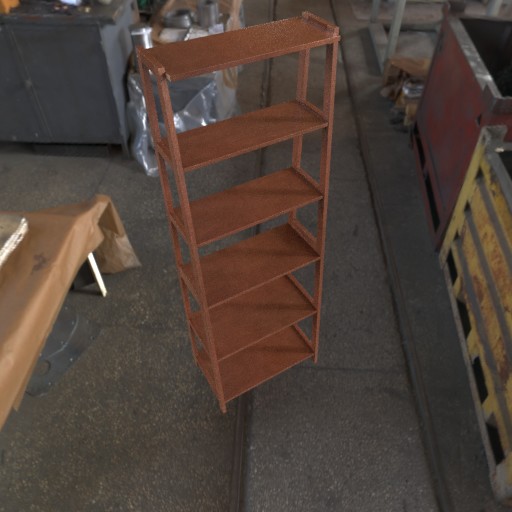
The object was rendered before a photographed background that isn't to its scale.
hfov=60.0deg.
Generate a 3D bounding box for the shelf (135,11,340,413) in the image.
[{"bbox_3d":[0.000,0.000,2.070,0.660,1.892,0.382,-23,50,-21],"label":"shelf"}]
